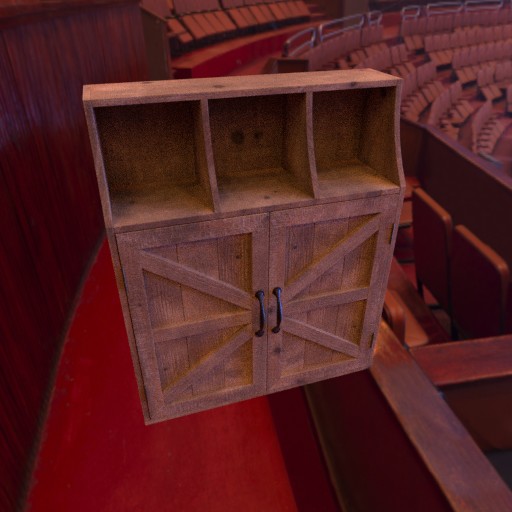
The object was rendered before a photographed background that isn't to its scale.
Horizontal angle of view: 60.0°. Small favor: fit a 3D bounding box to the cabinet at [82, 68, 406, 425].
[{"bbox_3d":[0.000,0.000,0.813,0.489,0.590,0.184,-10,33,-15],"label":"cabinet"}]
